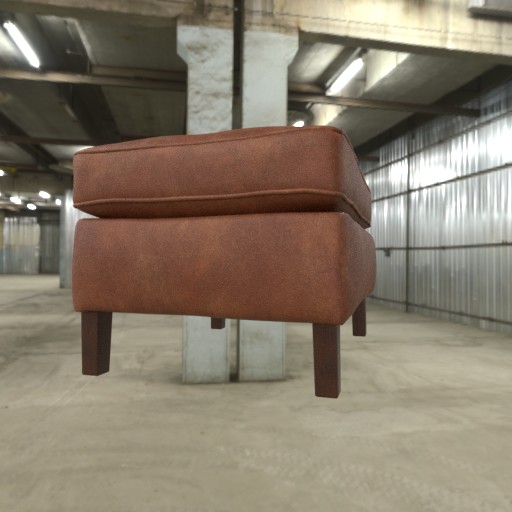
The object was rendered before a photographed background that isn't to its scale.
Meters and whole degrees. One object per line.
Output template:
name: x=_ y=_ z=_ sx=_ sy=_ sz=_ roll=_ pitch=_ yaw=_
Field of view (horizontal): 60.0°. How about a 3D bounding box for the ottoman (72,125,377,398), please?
ottoman: x=0.000 y=0.000 z=0.985 sx=0.501 sy=0.418 sz=0.665 roll=0 pitch=-1 yaw=18
